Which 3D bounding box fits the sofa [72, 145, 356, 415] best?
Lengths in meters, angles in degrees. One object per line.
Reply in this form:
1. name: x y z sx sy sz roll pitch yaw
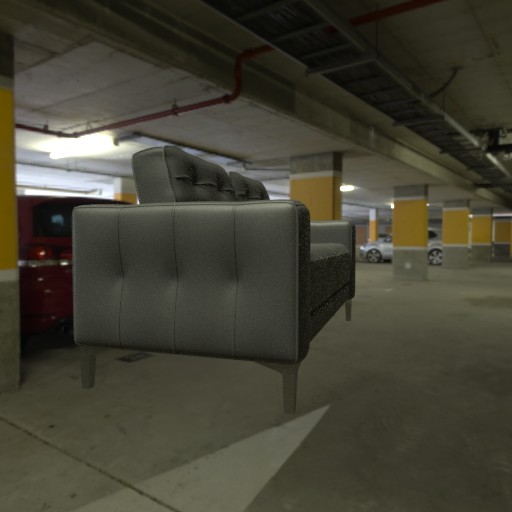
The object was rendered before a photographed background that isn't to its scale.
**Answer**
1. sofa: 0.000 0.000 2.221 0.833 0.892 1.726 1 2 18
